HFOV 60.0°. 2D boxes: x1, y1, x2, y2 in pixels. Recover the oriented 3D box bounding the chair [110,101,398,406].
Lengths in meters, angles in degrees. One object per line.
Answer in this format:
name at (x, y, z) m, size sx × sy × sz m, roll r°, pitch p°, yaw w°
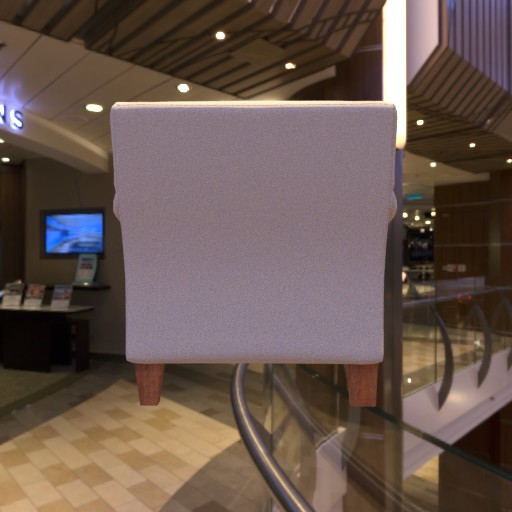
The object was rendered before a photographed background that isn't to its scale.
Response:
chair at (0.000, 0.000, 1.863) m, size 0.955 × 1.038 × 1.070 m, roll 0°, pitch 0°, yaw 1°
